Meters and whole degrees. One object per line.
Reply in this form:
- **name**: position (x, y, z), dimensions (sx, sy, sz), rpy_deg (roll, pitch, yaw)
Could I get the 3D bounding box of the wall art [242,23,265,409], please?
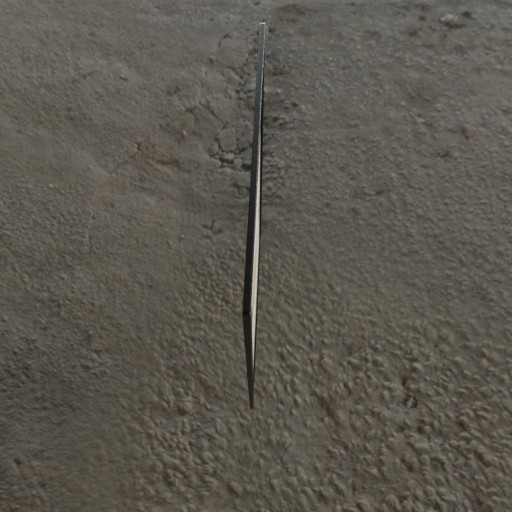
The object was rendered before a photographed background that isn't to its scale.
- **wall art**: position (0.000, 0.000, 1.286), dimensions (0.013, 0.967, 0.707), rpy_deg (2, 63, 1)
